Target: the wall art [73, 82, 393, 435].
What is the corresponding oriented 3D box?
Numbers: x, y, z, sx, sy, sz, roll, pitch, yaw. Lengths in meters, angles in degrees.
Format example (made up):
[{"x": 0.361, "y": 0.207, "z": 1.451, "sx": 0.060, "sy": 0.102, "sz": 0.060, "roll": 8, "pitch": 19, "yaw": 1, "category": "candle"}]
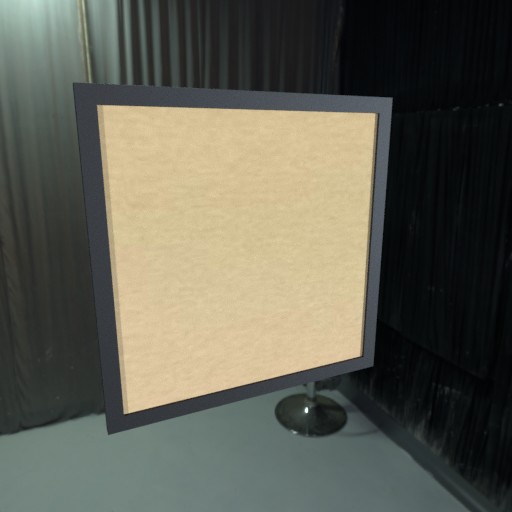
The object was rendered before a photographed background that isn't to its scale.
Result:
[{"x": 0.000, "y": 0.000, "z": 0.511, "sx": 0.358, "sy": 0.357, "sz": 0.012, "roll": -7, "pitch": 16, "yaw": -24, "category": "wall art"}]
